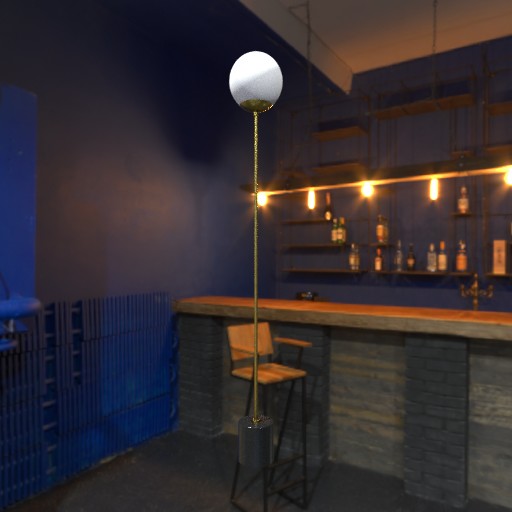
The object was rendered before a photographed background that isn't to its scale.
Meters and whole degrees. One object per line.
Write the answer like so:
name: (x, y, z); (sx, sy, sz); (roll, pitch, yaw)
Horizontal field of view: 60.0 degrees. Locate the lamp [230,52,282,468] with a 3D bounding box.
lamp: (0.000, 0.000, 1.912); (0.229, 1.748, 0.229); (0, -1, 35)
